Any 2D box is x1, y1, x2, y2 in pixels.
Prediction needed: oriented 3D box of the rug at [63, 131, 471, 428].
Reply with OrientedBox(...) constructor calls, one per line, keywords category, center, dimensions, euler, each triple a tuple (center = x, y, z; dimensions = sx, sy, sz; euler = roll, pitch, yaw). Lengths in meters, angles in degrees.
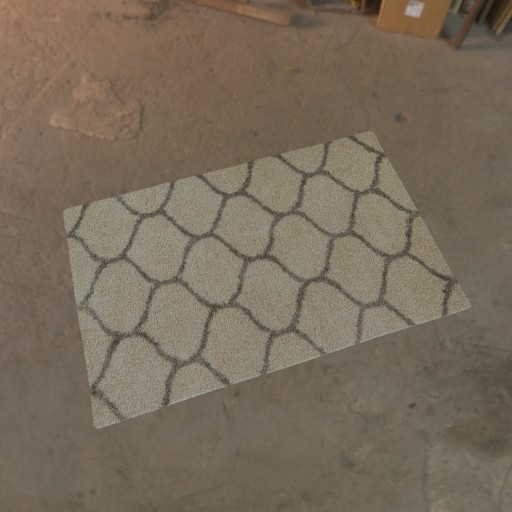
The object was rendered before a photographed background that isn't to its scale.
OrientedBox(category="rug", center=(0.000, 0.000, 2.926), dimensions=(2.348, 0.024, 1.501), euler=(-16, 65, -8))
